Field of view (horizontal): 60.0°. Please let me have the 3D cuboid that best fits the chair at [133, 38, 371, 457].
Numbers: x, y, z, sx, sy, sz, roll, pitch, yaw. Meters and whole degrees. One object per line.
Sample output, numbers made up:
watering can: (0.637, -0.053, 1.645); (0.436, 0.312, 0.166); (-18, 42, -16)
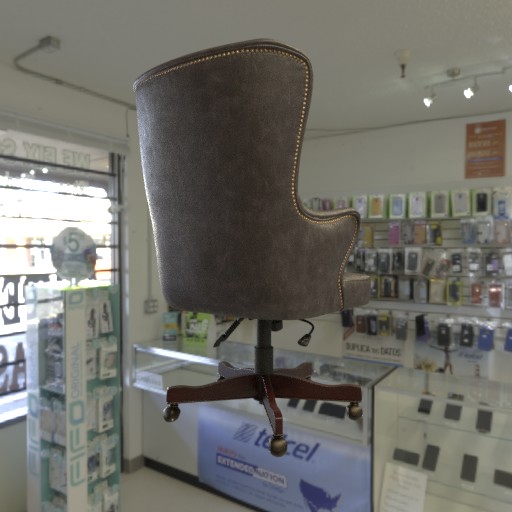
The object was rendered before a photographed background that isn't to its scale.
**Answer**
chair: (0.000, 0.000, 1.415); (0.594, 1.037, 0.717); (1, 1, 36)
